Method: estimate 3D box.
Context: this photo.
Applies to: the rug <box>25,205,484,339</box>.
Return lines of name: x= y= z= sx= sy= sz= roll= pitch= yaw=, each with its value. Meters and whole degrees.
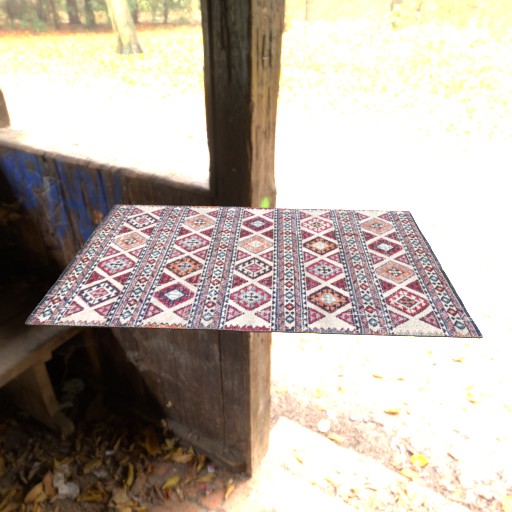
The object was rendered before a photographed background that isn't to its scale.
rug: x=0.000 y=0.000 z=2.995 sx=2.440 sy=0.010 sz=1.545 roll=1 pitch=31 yaw=2
